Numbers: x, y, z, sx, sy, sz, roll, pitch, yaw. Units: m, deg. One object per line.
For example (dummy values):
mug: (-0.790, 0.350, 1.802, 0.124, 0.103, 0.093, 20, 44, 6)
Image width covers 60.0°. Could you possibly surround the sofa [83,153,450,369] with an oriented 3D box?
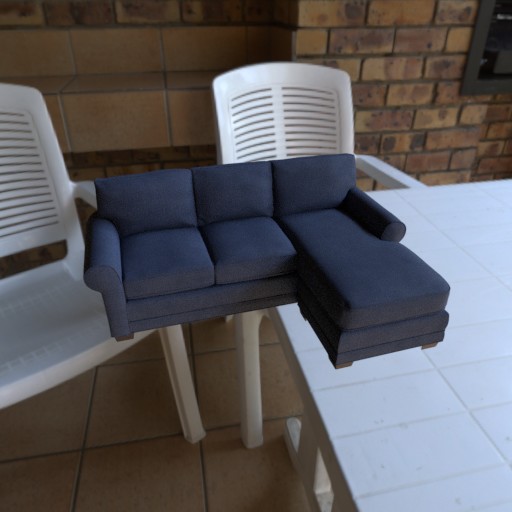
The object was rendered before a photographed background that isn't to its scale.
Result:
sofa: (0.000, 0.000, 3.518, 2.567, 1.063, 1.780, -9, 32, -14)
